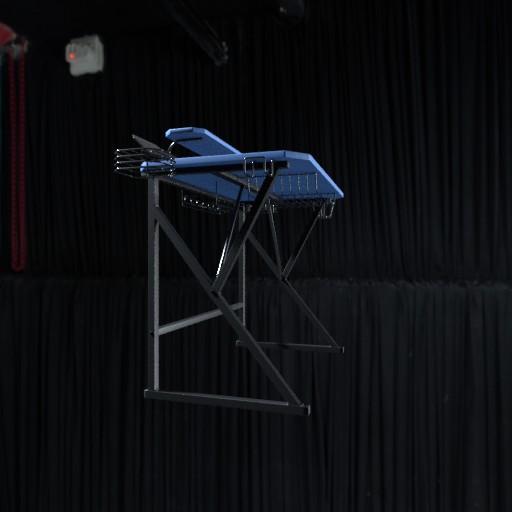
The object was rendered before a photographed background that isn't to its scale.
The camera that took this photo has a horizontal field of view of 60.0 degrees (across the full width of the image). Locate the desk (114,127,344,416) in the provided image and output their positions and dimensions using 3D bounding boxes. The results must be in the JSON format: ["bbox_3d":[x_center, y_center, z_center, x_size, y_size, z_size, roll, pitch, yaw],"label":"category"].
[{"bbox_3d":[0.000,0.000,1.771,0.594,0.909,1.295,0,0,18],"label":"desk"}]
